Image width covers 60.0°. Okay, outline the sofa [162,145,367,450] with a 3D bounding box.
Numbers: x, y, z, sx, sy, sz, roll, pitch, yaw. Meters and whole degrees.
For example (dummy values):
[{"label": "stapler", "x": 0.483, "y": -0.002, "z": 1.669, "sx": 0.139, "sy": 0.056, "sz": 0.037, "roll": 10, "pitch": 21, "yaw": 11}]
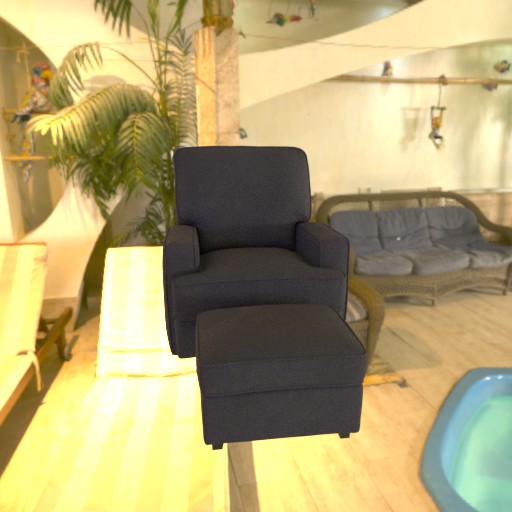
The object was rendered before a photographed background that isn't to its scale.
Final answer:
[{"label": "sofa", "x": 0.000, "y": 0.000, "z": 2.051, "sx": 0.861, "sy": 0.959, "sz": 1.472, "roll": -2, "pitch": 16, "yaw": -7}]
